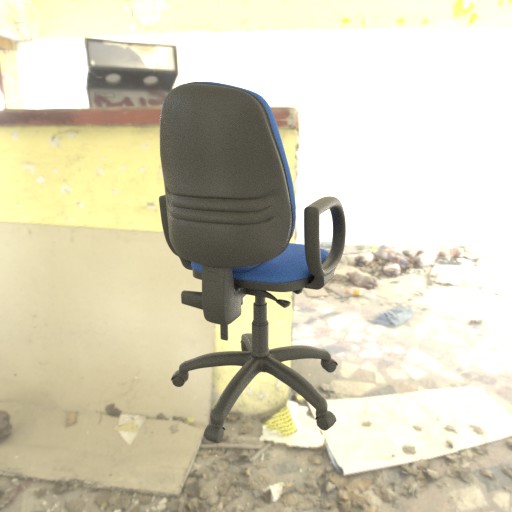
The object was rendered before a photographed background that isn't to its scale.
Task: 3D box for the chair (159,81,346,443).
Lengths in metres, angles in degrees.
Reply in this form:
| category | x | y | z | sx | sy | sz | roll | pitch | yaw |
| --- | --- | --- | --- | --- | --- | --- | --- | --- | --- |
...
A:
| category | x | y | z | sx | sy | sz | roll | pitch | yaw |
| --- | --- | --- | --- | --- | --- | --- | --- | --- | --- |
| chair | 0.000 | 0.000 | 1.284 | 0.552 | 0.905 | 0.549 | 7 | 17 | 26 |
